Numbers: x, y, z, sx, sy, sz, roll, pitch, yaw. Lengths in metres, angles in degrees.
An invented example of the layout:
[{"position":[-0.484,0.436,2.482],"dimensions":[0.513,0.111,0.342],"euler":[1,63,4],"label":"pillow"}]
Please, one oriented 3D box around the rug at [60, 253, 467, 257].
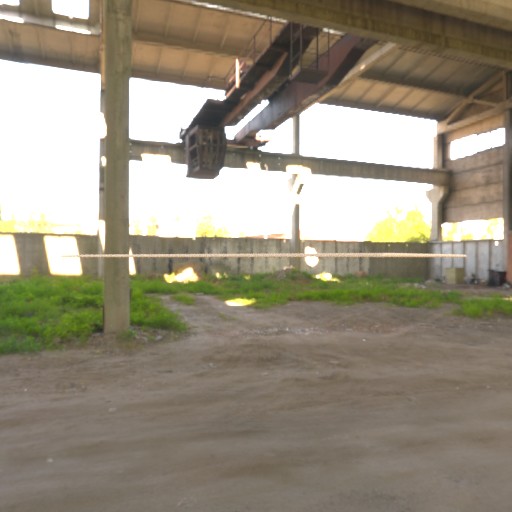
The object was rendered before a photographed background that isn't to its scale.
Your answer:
[{"position":[0.000,0.000,2.153],"dimensions":[1.676,0.013,1.067],"euler":[0,0,37],"label":"rug"}]
